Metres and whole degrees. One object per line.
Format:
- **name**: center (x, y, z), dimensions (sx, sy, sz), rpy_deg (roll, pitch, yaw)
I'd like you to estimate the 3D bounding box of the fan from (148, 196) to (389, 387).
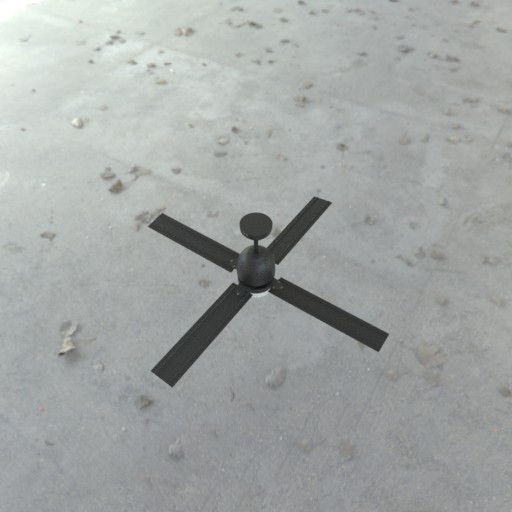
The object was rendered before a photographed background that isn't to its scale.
- **fan**: center (0.000, 0.000, 2.024), dimensions (1.319, 0.410, 1.319), rpy_deg (26, 53, 21)
